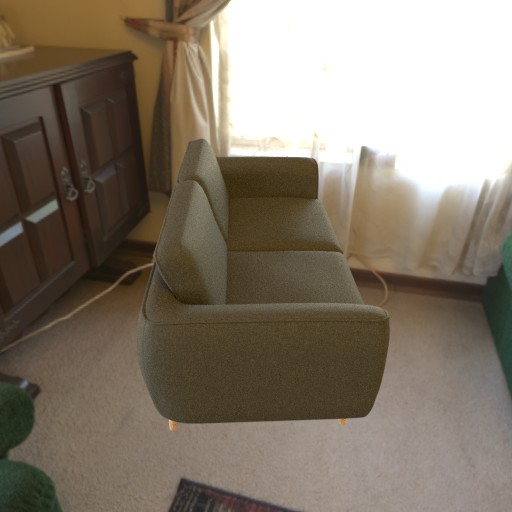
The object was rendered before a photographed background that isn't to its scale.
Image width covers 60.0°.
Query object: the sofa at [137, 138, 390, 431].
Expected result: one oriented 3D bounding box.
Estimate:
[{"bbox_3d":[0.000,0.000,2.252,0.920,0.850,1.700,-1,31,-2],"label":"sofa"}]
